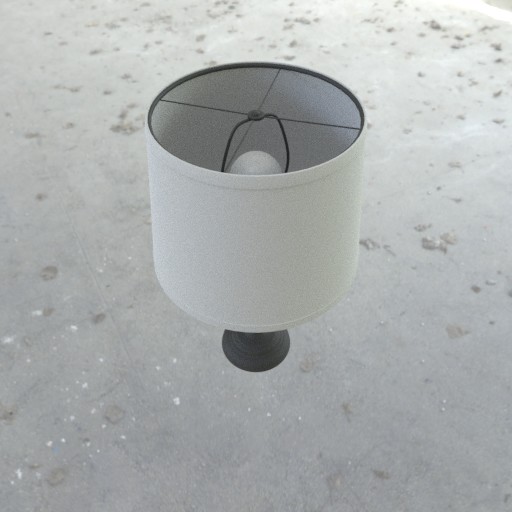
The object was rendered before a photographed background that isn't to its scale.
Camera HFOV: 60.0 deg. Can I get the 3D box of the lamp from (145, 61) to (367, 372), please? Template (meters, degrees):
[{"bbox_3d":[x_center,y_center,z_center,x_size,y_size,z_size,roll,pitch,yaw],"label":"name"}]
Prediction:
[{"bbox_3d":[0.000,0.000,0.695,0.310,0.501,0.310,0,48,0],"label":"lamp"}]
